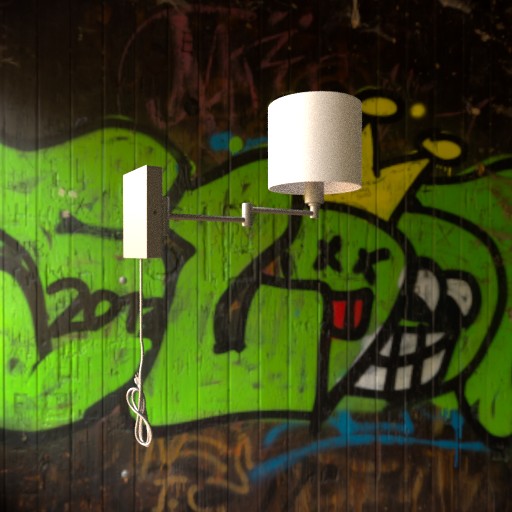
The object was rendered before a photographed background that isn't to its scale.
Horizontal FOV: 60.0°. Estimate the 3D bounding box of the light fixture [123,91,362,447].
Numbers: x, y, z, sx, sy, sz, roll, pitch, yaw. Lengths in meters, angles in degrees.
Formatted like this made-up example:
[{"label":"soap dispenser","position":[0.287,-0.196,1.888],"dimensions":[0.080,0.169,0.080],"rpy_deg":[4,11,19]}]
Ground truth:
[{"label":"light fixture","position":[0.000,0.000,0.892],"dimensions":[0.516,0.651,0.203],"rpy_deg":[0,1,-35]}]
